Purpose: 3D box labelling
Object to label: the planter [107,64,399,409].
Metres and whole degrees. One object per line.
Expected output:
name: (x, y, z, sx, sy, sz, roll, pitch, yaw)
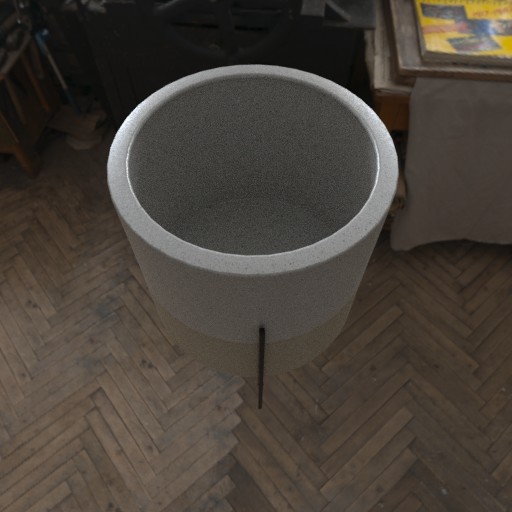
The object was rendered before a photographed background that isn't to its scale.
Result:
planter: (0.000, 0.000, 0.749, 0.368, 0.484, 0.359, -29, 62, -18)
